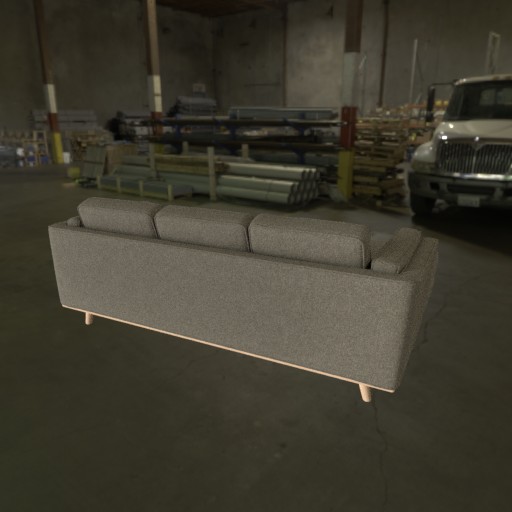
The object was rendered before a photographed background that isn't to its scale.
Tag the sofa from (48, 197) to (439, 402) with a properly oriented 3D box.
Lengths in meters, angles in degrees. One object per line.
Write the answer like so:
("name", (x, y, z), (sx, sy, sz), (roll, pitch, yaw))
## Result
("sofa", (0.000, 0.000, 3.215), (2.411, 0.929, 1.604), (9, 19, 26))
